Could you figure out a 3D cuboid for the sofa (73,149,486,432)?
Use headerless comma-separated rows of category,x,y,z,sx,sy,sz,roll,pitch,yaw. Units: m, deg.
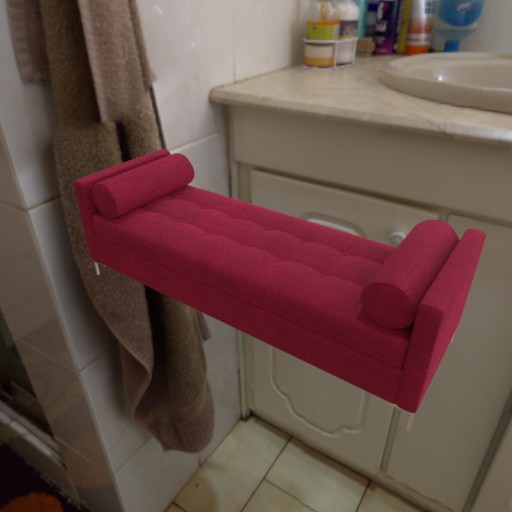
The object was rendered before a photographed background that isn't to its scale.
sofa,0.000,0.000,2.325,1.981,0.635,0.686,20,37,29
